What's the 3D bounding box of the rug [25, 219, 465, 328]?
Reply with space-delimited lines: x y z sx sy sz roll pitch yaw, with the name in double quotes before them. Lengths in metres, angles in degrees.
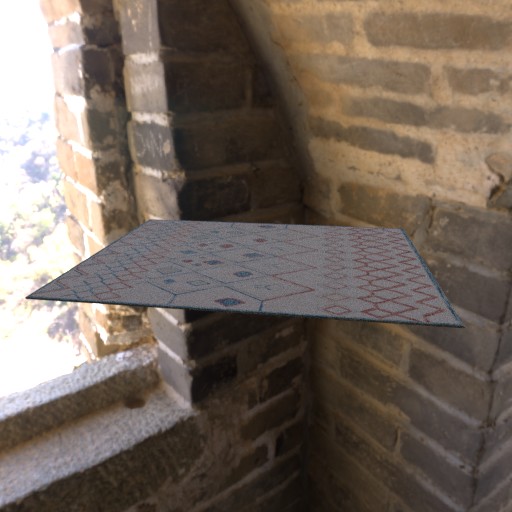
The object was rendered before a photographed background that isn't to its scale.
"rug" 0.000 0.000 4.162 3.050 0.016 2.441 3 19 8
